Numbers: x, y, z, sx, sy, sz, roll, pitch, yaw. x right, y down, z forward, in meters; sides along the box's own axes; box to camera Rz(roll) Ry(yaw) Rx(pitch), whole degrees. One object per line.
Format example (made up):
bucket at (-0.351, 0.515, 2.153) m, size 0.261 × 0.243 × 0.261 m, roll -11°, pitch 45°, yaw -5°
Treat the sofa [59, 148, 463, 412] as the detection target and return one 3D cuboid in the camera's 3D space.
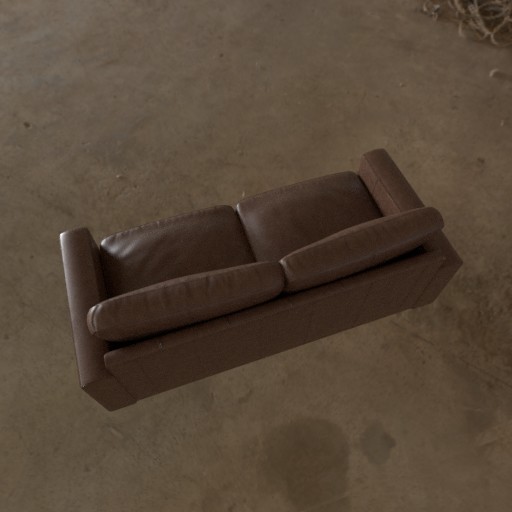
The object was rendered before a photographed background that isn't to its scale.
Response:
sofa at (0.000, 0.000, 2.700) m, size 2.179 × 0.873 × 1.016 m, roll -16°, pitch 60°, yaw -10°
